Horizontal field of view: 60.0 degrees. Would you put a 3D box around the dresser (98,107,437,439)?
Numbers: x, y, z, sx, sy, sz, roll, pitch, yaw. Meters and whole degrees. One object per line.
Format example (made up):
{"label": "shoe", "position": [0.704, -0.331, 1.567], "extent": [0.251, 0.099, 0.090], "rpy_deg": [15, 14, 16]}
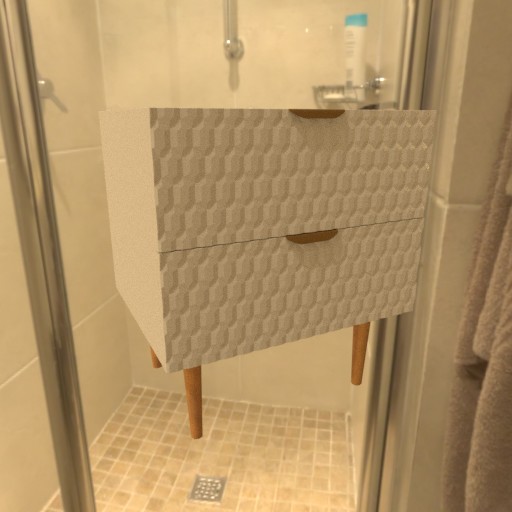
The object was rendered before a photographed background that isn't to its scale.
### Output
{"label": "dresser", "position": [0.000, 0.000, 0.912], "extent": [0.503, 0.568, 0.414], "rpy_deg": [-9, 19, -26]}
